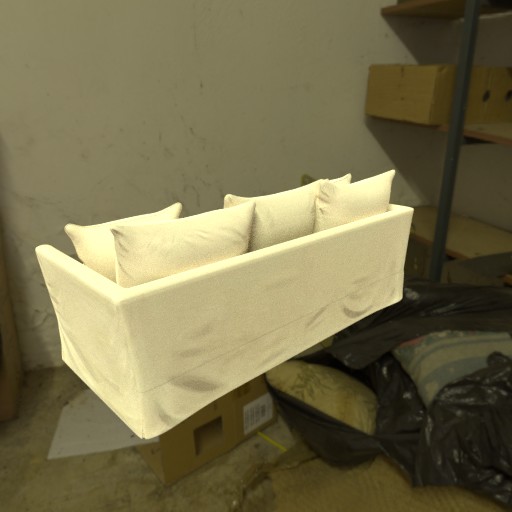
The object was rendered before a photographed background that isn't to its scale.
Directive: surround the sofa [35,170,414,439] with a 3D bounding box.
[{"bbox_3d":[0.000,0.000,3.021,2.484,1.042,1.030,-17,25,-41],"label":"sofa"}]
